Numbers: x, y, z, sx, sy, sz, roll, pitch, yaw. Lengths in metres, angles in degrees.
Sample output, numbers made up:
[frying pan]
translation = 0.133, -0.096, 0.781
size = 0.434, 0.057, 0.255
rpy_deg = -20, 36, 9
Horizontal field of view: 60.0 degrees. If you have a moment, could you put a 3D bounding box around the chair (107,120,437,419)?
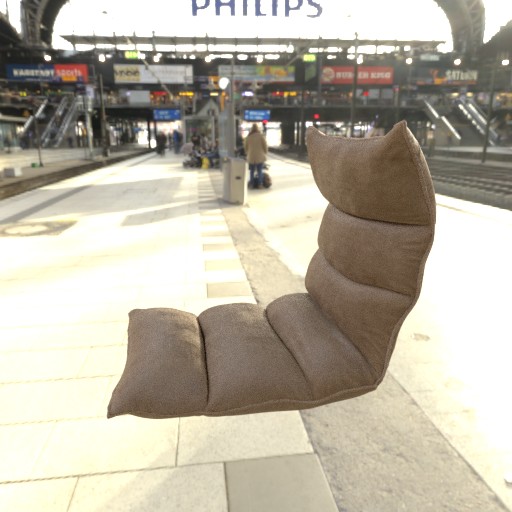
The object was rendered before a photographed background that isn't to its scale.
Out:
[chair]
translation = 0.000, 0.000, 1.549
size = 0.985, 0.892, 0.714
rpy_deg = -3, 15, -9
